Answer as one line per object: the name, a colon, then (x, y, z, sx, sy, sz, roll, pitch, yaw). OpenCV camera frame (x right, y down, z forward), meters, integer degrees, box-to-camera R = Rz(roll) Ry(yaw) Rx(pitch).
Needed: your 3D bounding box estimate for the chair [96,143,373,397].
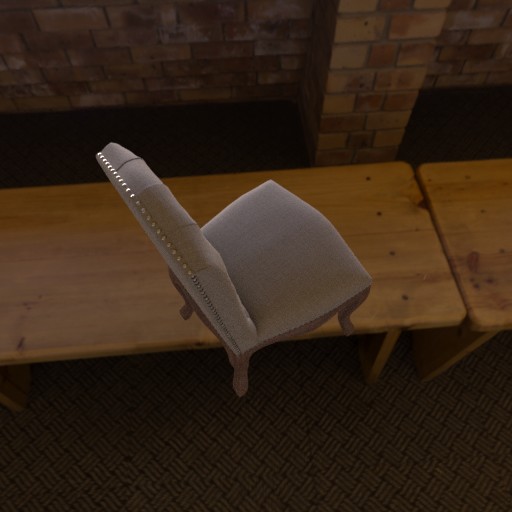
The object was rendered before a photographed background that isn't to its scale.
chair: (0.000, 0.000, 1.635, 0.731, 1.191, 0.637, -32, 63, -19)
